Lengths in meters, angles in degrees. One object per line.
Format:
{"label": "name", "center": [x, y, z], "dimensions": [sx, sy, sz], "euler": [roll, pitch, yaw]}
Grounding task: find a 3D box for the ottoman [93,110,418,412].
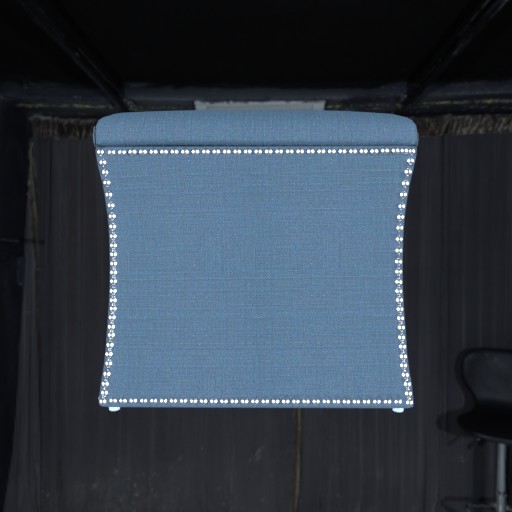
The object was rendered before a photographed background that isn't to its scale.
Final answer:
{"label": "ottoman", "center": [0.000, 0.000, 0.895], "dimensions": [0.507, 0.475, 0.497], "euler": [0, -1, 1]}
